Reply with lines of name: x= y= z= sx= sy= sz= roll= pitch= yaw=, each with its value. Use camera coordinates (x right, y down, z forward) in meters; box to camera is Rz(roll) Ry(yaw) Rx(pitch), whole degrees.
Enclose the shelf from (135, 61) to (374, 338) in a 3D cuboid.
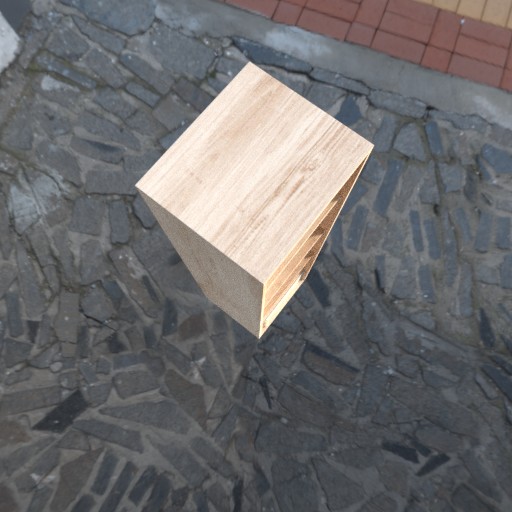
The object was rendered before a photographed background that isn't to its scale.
shelf: x=0.000 y=0.000 z=2.183 sx=0.450 sy=1.960 sz=0.510 roll=37 pitch=78 yaw=9
